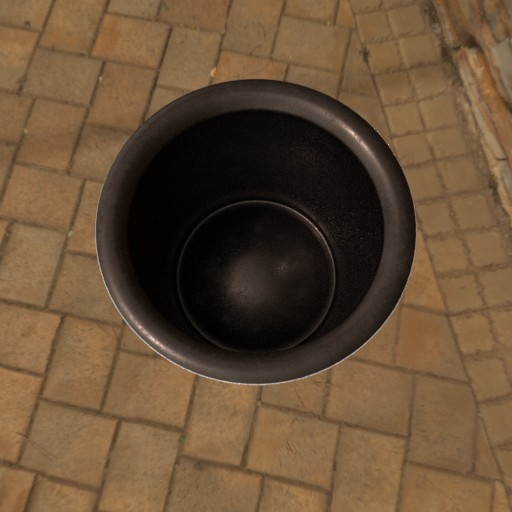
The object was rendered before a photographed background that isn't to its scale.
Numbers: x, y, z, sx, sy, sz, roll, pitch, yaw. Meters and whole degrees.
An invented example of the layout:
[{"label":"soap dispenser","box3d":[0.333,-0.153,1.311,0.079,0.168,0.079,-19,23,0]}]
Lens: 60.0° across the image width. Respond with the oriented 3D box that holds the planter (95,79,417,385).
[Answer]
[{"label":"planter","box3d":[0.000,0.000,0.290,0.160,0.156,0.160,0,76,0]}]
